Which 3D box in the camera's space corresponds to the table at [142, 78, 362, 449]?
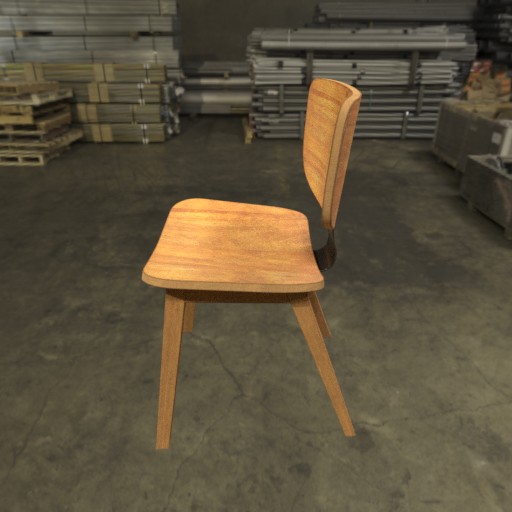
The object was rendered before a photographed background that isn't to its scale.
[{"bbox_3d":[0.000,0.000,1.120,0.500,0.805,0.499,0,27,0],"label":"table"}]
